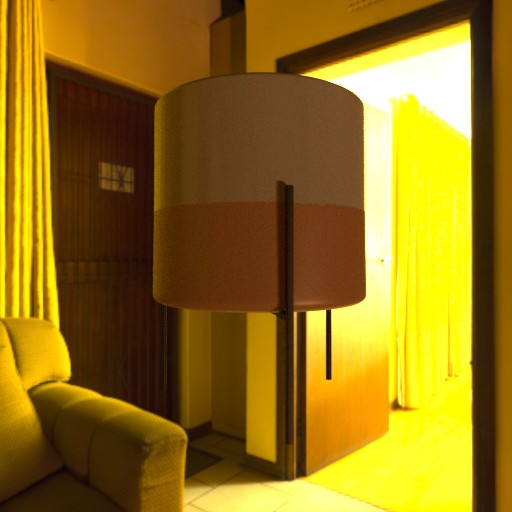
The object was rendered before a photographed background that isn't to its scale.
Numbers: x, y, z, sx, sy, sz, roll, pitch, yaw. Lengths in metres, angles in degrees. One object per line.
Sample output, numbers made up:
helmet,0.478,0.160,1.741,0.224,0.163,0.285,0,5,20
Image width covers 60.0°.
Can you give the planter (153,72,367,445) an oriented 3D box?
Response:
planter,0.000,0.000,0.745,0.360,0.480,0.348,0,0,18
